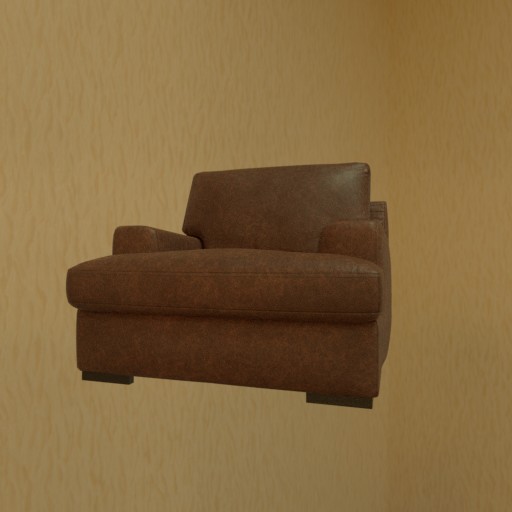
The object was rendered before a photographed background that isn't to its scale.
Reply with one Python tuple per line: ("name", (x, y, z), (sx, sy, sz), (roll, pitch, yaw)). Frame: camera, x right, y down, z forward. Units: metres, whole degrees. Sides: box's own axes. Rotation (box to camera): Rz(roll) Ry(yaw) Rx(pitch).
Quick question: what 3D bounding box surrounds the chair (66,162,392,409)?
("chair", (0.000, 0.000, 1.999), (1.168, 0.939, 1.143), (0, 0, 17))
